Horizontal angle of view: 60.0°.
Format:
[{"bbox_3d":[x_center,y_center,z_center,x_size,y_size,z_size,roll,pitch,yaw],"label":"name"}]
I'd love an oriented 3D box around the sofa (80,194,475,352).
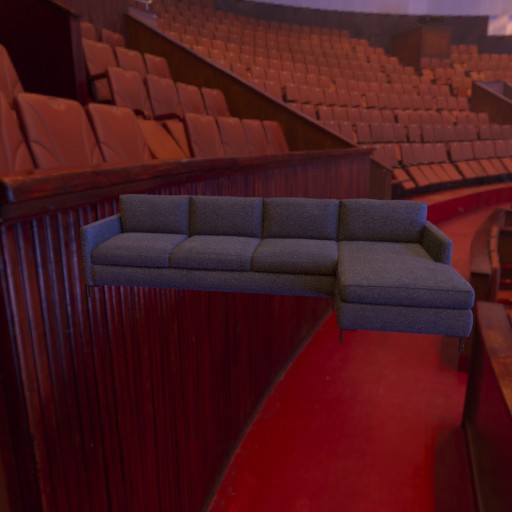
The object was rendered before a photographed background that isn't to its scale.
[{"bbox_3d":[0.000,0.000,3.527,2.932,0.810,1.350,2,15,9],"label":"sofa"}]
